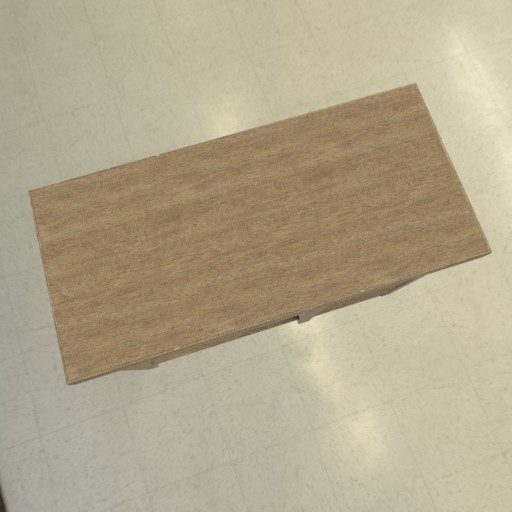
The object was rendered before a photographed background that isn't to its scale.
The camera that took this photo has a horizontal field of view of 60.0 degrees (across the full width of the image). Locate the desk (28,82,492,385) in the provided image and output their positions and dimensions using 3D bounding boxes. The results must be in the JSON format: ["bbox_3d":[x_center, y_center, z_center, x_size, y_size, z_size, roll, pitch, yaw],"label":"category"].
[{"bbox_3d":[0.000,0.000,1.786,1.289,0.912,0.610,-17,77,-4],"label":"desk"}]
